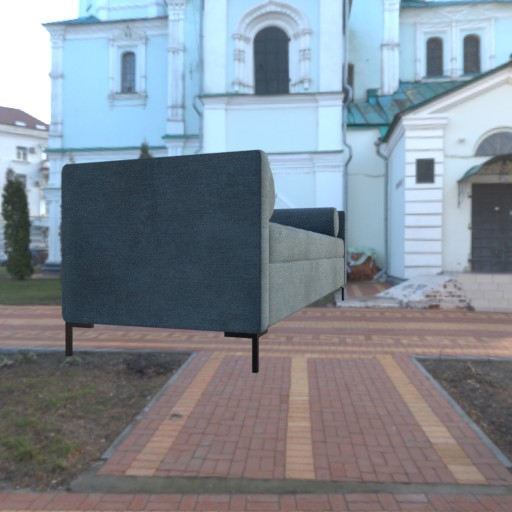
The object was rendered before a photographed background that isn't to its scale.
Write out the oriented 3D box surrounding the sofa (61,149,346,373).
[{"bbox_3d":[0.000,0.000,2.261,0.686,0.635,1.981,0,0,18],"label":"sofa"}]
